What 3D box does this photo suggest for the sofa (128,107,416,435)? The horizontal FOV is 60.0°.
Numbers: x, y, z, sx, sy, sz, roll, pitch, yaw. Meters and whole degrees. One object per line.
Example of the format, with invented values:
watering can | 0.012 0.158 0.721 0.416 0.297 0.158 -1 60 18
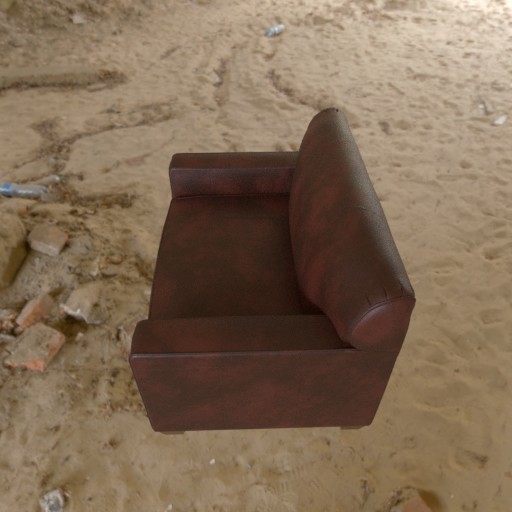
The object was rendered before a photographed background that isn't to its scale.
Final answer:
sofa | 0.000 0.000 2.140 1.000 0.956 1.413 -1 43 -1
